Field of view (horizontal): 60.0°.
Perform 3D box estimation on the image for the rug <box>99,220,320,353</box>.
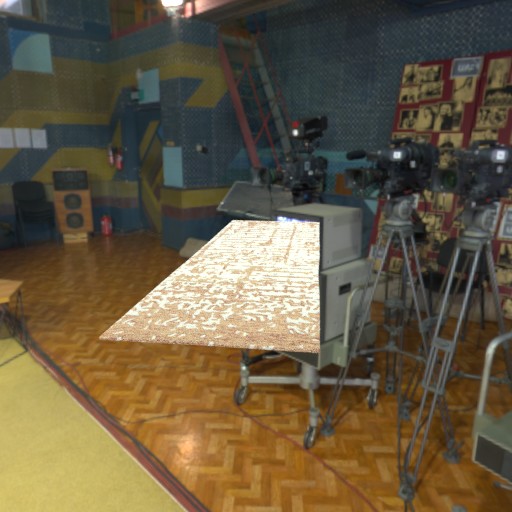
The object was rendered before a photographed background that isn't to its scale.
[{"bbox_3d":[0.000,0.000,2.633,0.750,0.011,2.435,2,14,8],"label":"rug"}]
